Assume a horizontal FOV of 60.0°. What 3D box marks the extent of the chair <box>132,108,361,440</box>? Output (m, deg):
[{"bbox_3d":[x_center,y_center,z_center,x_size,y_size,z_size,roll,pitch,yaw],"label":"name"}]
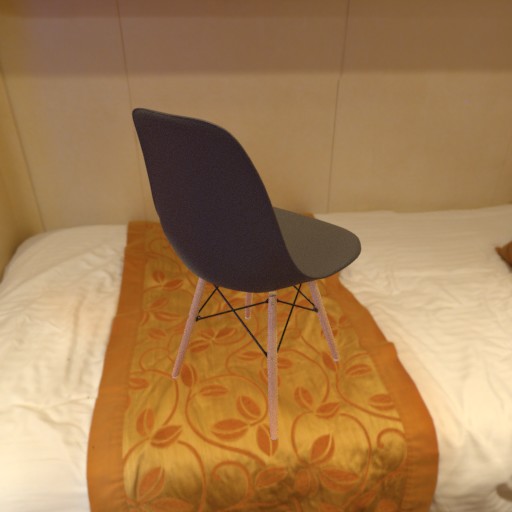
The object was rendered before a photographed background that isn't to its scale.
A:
[{"bbox_3d":[0.000,0.000,1.165,0.470,0.825,0.533,20,36,31],"label":"chair"}]
